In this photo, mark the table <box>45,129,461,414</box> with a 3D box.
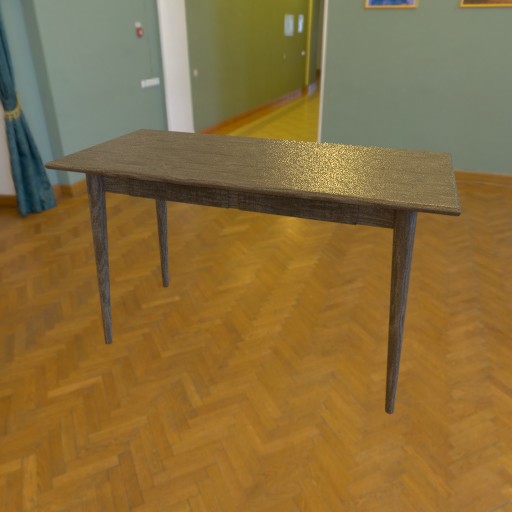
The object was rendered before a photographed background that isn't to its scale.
[{"bbox_3d":[0.000,0.000,1.732,1.300,0.780,0.599,9,29,17],"label":"table"}]
